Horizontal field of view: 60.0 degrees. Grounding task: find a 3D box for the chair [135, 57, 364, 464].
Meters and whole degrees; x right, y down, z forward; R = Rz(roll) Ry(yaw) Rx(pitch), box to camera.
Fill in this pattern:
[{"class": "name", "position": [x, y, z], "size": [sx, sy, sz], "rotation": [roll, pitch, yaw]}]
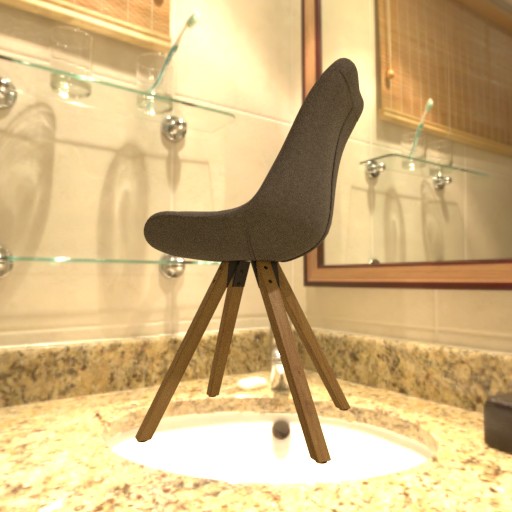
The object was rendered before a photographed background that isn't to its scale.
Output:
[{"class": "chair", "position": [0.000, 0.000, 1.168], "size": [0.550, 0.865, 0.483], "rotation": [-1, -3, 18]}]
